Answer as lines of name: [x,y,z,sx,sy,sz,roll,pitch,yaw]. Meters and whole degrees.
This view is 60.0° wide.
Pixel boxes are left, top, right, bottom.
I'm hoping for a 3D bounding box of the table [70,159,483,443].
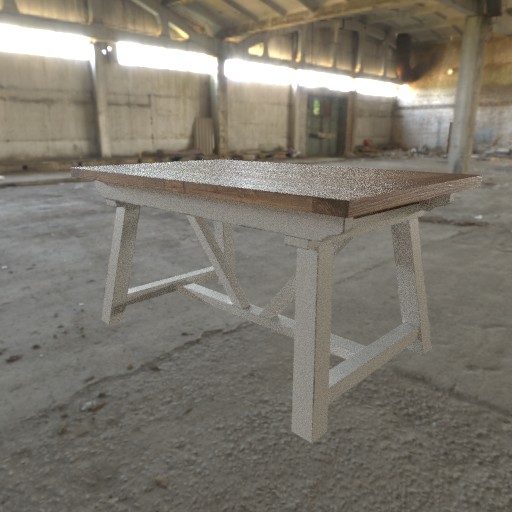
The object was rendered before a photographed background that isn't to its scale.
table: [0.000,0.000,1.966,1.503,0.743,0.922,15,21,42]
